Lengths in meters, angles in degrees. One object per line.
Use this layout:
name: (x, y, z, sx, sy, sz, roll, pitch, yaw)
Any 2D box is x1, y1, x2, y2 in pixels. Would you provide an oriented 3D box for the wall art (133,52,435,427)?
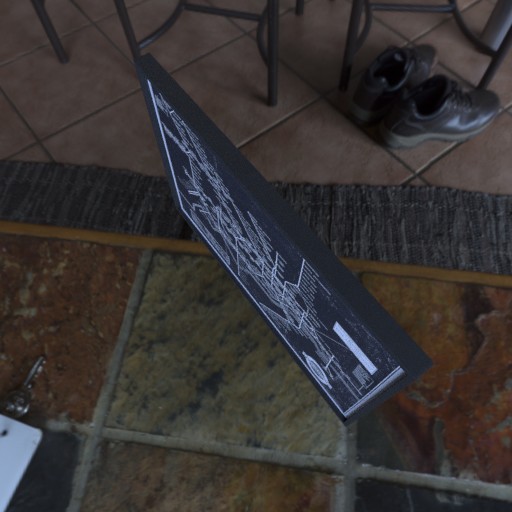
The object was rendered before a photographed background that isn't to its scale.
wall art: (0.000, 0.000, 0.557, 0.021, 0.301, 0.443, -33, 67, -16)
